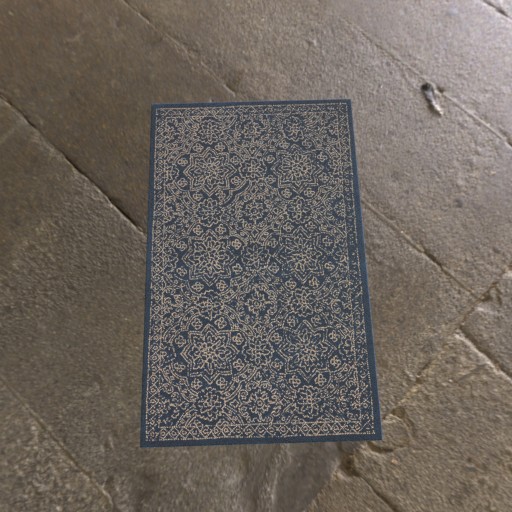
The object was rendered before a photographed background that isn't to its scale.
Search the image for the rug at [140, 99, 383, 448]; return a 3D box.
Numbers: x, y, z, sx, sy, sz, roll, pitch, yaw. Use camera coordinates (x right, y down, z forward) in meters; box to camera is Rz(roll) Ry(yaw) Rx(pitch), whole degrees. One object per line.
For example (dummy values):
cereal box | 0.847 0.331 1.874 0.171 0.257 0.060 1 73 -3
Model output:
rug | 0.000 0.000 3.087 1.526 0.015 2.441 -2 76 0
